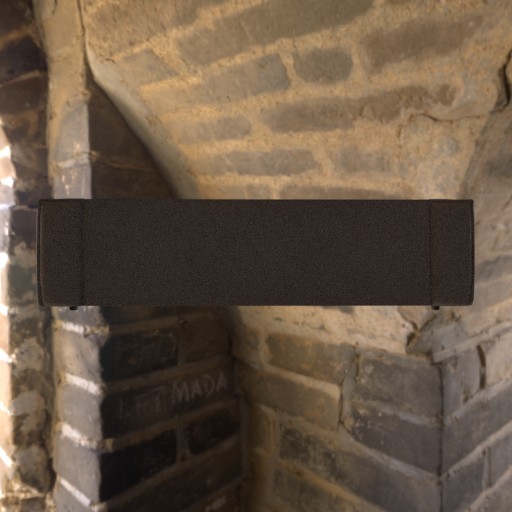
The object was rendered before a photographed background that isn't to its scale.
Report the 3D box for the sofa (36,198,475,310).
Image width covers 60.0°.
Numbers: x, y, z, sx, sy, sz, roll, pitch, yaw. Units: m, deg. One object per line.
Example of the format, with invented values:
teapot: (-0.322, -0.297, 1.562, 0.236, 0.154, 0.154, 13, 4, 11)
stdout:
sofa: (0.000, 0.000, 3.143, 2.697, 0.680, 1.038, 0, -1, -1)
